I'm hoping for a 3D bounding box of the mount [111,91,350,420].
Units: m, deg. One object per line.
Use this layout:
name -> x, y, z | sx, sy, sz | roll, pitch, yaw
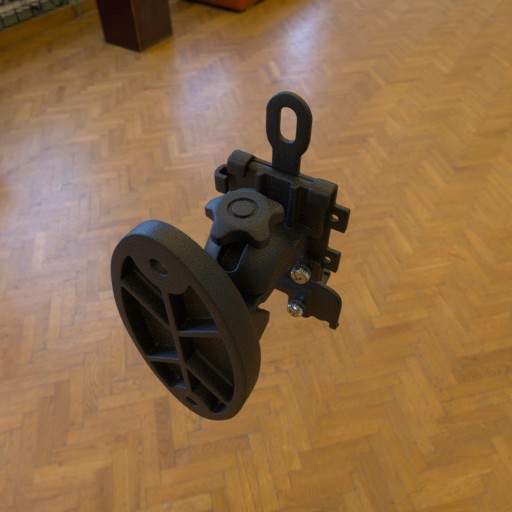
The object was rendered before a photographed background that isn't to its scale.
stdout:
mount -> 0.000, 0.000, 0.177 | 0.066, 0.118, 0.100 | 24, 52, 20
